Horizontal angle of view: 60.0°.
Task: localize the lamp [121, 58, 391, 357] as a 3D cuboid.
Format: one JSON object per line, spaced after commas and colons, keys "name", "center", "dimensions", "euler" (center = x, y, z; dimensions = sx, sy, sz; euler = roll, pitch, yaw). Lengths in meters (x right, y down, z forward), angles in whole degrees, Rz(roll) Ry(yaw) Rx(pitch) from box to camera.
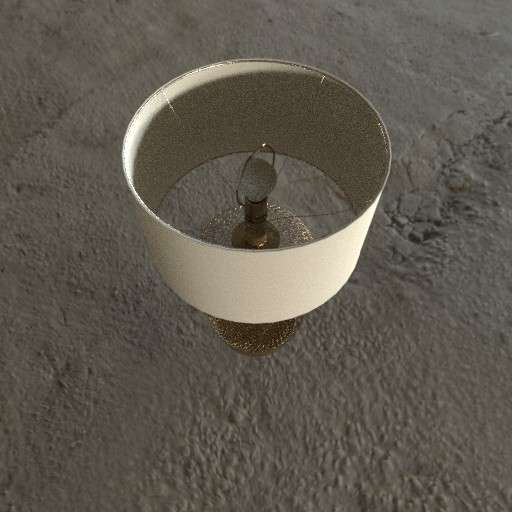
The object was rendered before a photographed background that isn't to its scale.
{"name": "lamp", "center": [0.000, 0.000, 0.828], "dimensions": [0.353, 0.578, 0.353], "euler": [0, 58, 0]}
